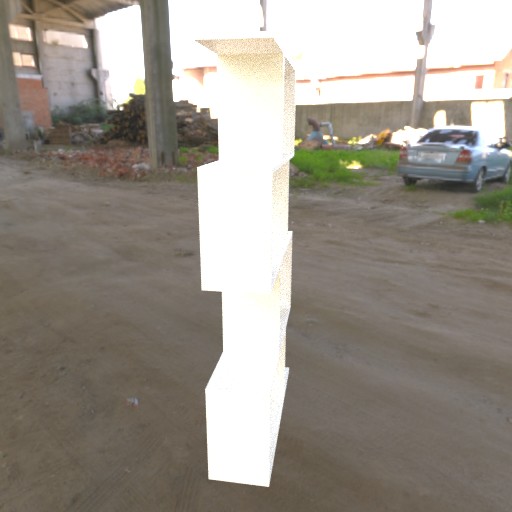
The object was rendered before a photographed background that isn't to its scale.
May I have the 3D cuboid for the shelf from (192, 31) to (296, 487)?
[{"bbox_3d":[0.000,0.000,1.977,0.250,1.650,0.890,3,17,9],"label":"shelf"}]
